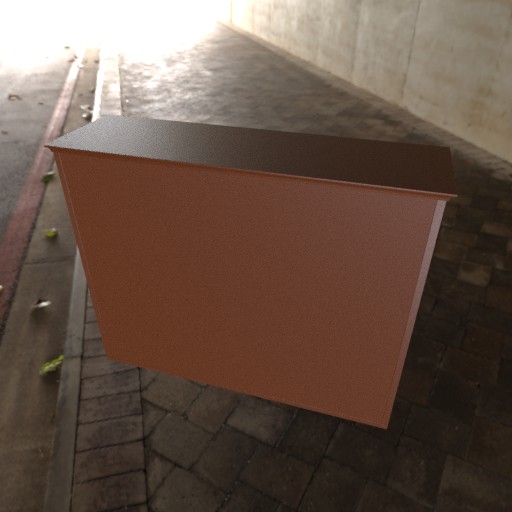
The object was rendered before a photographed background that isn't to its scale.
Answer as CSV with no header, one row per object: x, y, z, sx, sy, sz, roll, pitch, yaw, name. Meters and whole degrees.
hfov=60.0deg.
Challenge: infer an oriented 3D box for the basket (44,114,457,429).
0.000,0.000,1.130,0.792,0.625,0.376,10,35,14,basket
